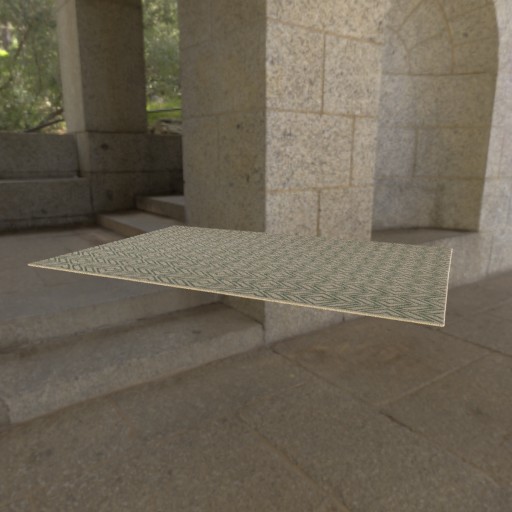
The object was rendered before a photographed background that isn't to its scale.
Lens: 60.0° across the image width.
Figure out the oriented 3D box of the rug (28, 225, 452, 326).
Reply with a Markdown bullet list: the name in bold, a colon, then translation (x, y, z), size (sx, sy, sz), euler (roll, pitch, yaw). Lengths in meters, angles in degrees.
- **rug**: translation (0.000, 0.000, 2.275), size (1.828, 0.007, 1.220), euler (6, 15, 24)
